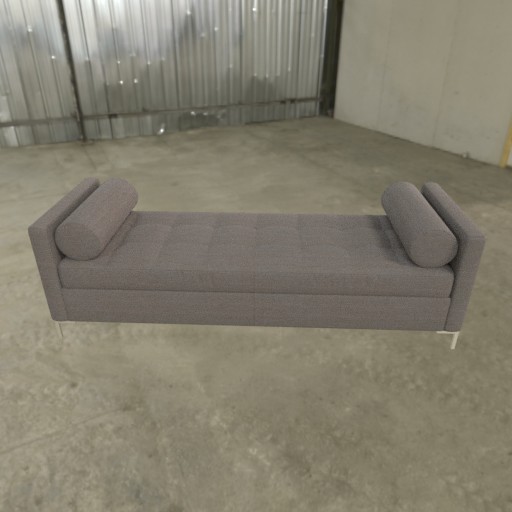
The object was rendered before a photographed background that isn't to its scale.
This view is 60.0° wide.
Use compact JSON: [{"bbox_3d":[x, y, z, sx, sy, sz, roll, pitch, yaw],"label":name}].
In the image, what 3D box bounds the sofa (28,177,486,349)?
[{"bbox_3d":[0.000,0.000,2.336,1.981,0.635,0.686,1,29,2],"label":"sofa"}]
